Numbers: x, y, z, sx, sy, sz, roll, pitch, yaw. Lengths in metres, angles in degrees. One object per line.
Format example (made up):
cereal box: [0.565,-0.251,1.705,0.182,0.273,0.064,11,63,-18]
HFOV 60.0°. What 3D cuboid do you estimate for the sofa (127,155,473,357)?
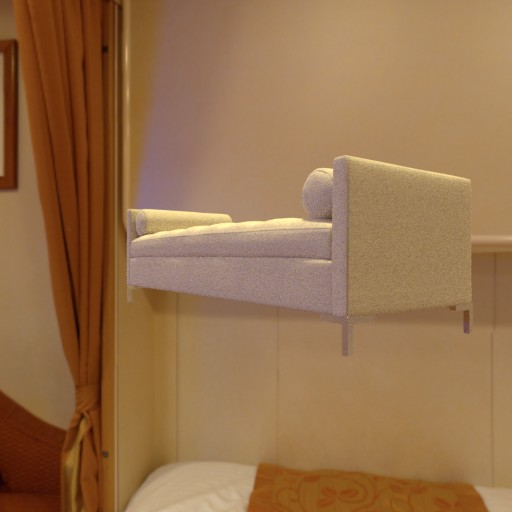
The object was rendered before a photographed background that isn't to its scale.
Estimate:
sofa: [0.000,0.000,2.494,0.797,0.655,2.102,0,0,-36]
